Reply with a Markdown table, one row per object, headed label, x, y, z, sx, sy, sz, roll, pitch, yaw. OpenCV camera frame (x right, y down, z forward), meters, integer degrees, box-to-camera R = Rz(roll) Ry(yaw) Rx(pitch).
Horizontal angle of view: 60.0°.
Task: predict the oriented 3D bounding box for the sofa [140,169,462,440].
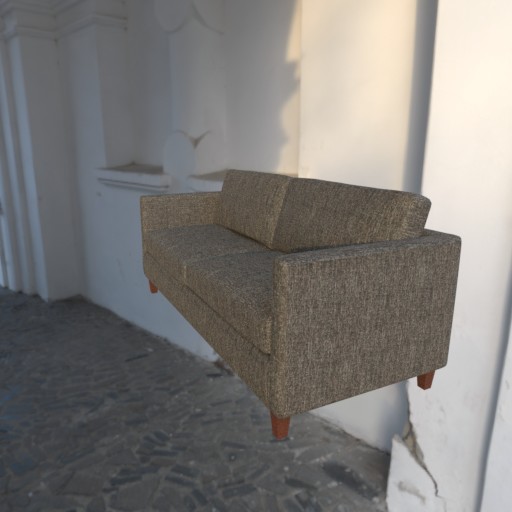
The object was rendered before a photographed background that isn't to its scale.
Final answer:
| label | x | y | z | sx | sy | sz | roll | pitch | yaw |
| --- | --- | --- | --- | --- | --- | --- | --- | --- | --- |
| sofa | 0.000 | 0.000 | 2.739 | 0.948 | 0.960 | 2.208 | -7 | 16 | -26 |
